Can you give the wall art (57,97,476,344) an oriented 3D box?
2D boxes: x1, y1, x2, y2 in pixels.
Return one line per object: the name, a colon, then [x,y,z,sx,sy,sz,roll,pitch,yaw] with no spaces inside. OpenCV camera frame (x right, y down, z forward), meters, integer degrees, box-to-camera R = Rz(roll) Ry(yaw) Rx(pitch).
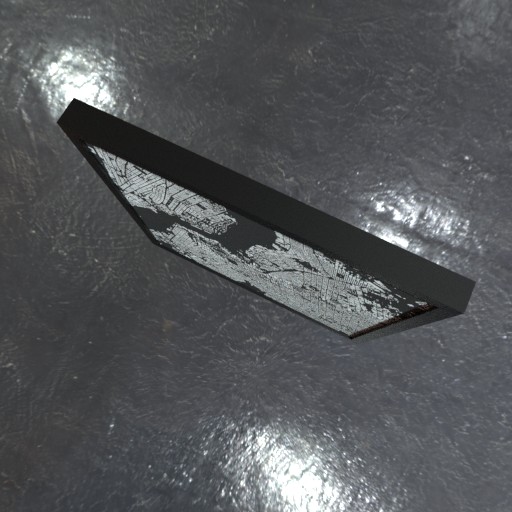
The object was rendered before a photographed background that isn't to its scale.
wall art: [0.000,0.000,0.742,0.506,0.506,0.038,26,77,7]
